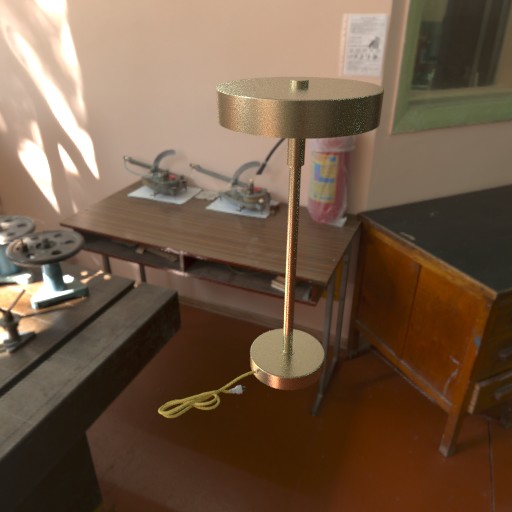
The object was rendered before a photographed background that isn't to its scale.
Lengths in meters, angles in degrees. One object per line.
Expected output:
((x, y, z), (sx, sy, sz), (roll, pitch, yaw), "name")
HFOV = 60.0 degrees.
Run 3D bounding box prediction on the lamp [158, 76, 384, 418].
((0.000, 0.000, 0.694), (0.369, 0.508, 0.229), (-17, 33, -29), "lamp")
